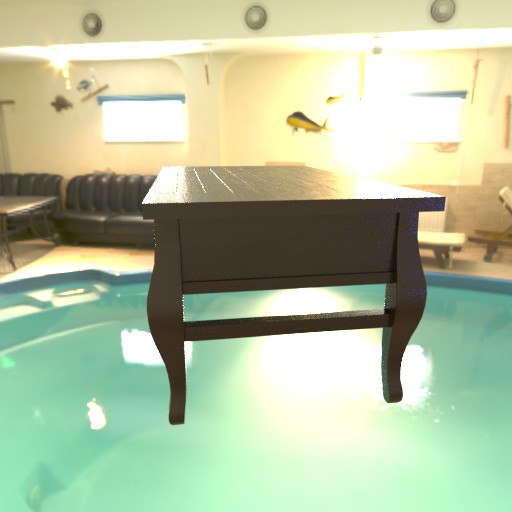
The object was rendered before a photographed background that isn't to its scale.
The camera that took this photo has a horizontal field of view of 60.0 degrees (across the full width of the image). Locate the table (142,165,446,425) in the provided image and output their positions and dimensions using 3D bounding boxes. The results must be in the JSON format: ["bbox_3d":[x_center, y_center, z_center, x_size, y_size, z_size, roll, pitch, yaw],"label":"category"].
[{"bbox_3d":[0.000,0.000,1.395,0.600,0.494,1.062,-2,15,-9],"label":"table"}]
